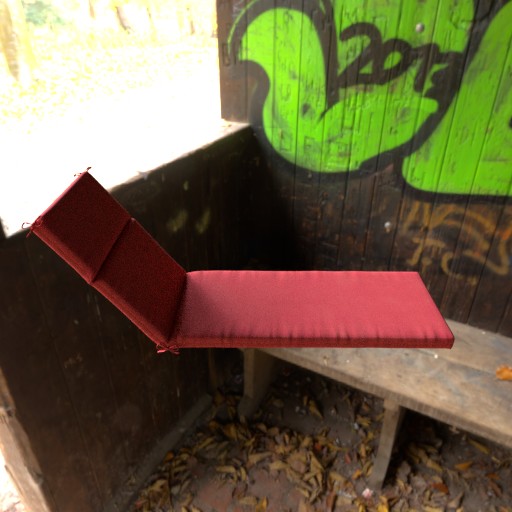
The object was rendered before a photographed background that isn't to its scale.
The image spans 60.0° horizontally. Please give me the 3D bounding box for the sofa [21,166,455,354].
[{"bbox_3d":[0.000,0.000,1.928,1.663,0.622,0.582,0,31,0],"label":"sofa"}]
